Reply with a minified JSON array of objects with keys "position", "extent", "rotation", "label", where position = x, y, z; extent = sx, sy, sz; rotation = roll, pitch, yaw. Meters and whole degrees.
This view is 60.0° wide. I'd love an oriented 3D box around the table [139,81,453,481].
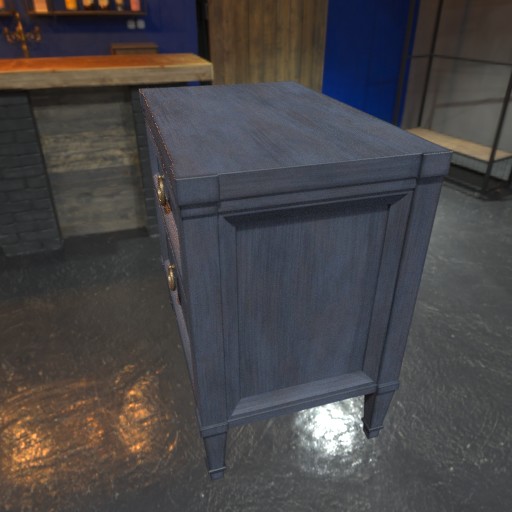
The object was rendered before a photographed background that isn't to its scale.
[{"position":[0.000,0.000,1.044],"extent":[0.413,0.660,0.660],"rotation":[-9,32,-14],"label":"table"}]
